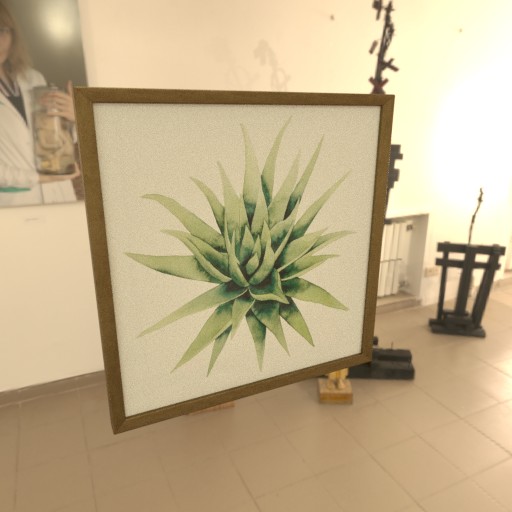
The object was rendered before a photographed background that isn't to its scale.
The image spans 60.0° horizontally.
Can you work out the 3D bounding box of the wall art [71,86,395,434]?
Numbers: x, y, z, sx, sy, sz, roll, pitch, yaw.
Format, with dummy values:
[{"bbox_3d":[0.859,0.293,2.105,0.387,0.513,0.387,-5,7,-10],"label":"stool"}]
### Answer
[{"bbox_3d":[0.000,0.000,0.727,0.503,0.506,0.030,-8,19,-24],"label":"wall art"}]
